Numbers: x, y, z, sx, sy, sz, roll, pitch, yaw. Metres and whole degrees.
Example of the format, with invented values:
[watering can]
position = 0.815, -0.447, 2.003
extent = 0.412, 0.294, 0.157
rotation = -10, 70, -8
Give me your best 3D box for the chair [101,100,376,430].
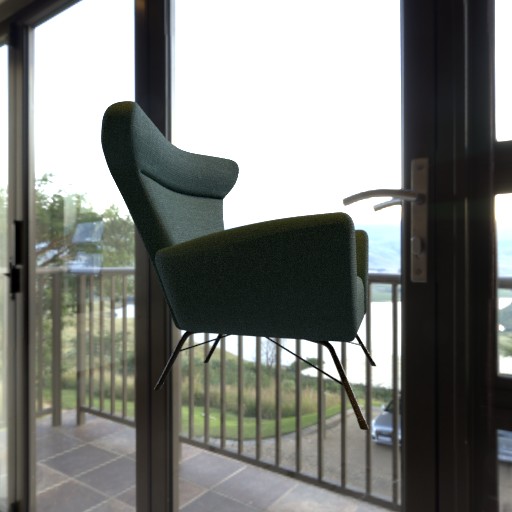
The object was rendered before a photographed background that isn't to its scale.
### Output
[chair]
position = 0.000, 0.000, 1.752
extent = 0.900, 0.980, 1.050
rotation = 0, 0, 17
